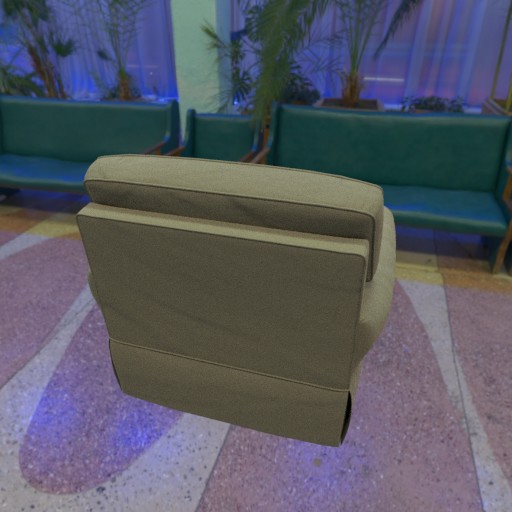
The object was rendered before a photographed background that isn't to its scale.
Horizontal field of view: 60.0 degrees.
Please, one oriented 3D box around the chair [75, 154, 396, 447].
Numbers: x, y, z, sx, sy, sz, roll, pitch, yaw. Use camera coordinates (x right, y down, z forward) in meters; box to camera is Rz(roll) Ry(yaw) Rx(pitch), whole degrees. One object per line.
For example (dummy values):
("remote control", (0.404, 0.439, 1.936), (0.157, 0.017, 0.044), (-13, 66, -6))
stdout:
("chair", (0.000, 0.000, 1.890), (1.135, 1.017, 0.988), (9, 32, 14))
